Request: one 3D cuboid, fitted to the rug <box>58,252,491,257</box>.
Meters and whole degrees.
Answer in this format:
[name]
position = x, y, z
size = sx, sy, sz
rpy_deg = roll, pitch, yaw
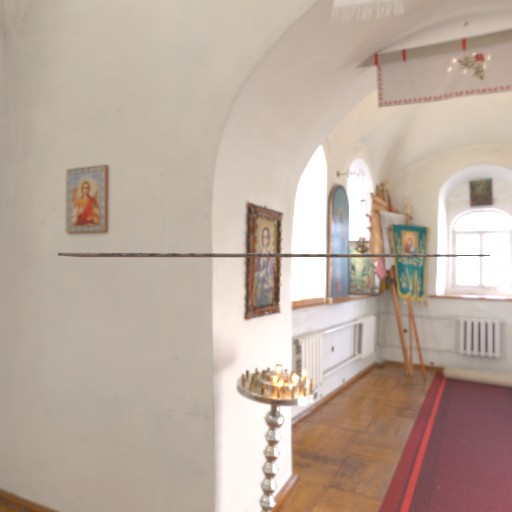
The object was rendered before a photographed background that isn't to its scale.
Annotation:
[rug]
position = 0.000, 0.000, 2.937
size = 2.261, 0.013, 1.676
rpy_deg = 0, 0, -19
